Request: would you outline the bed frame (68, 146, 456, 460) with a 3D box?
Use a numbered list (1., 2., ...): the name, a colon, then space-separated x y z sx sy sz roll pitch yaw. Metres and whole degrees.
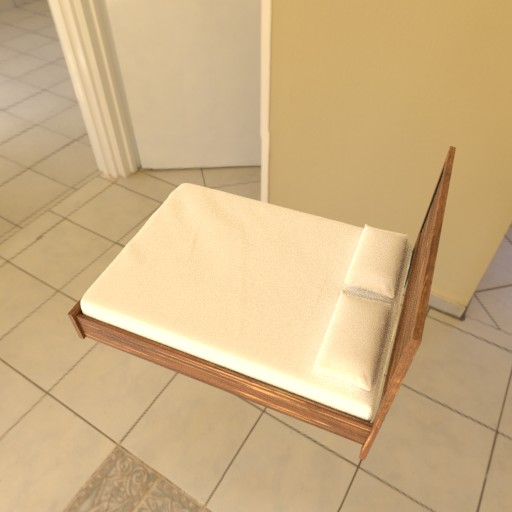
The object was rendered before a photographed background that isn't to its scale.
1. bed frame: 0.000 0.000 3.300 2.276 1.417 1.696 16 48 15
